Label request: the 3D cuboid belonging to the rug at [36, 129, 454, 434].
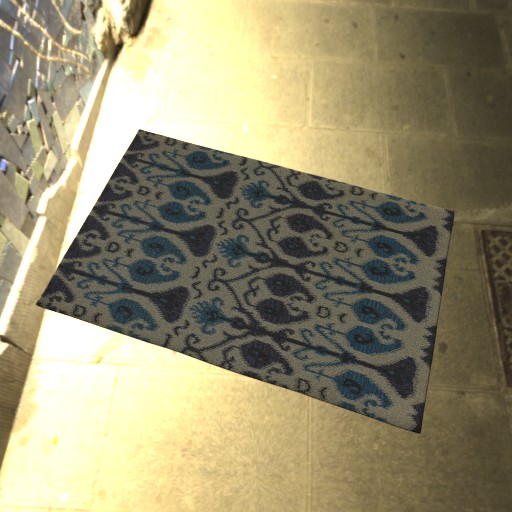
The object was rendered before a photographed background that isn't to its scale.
[{"bbox_3d":[0.000,0.000,2.059,1.698,0.013,1.072,16,65,8],"label":"rug"}]
